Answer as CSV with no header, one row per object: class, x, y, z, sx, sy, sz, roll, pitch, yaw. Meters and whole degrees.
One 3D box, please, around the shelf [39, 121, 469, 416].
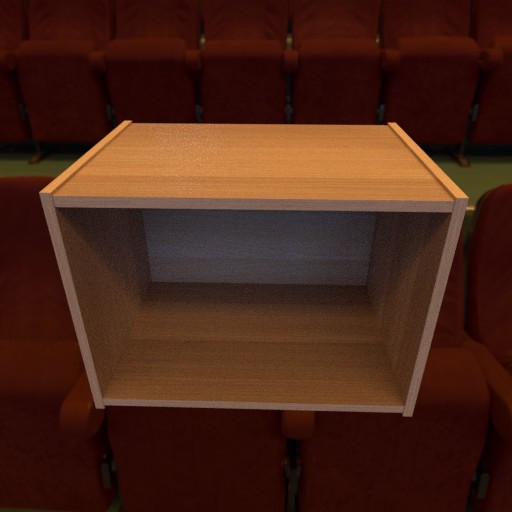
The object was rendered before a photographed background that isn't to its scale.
shelf,0.000,0.000,0.628,0.415,0.305,0.290,1,30,2
